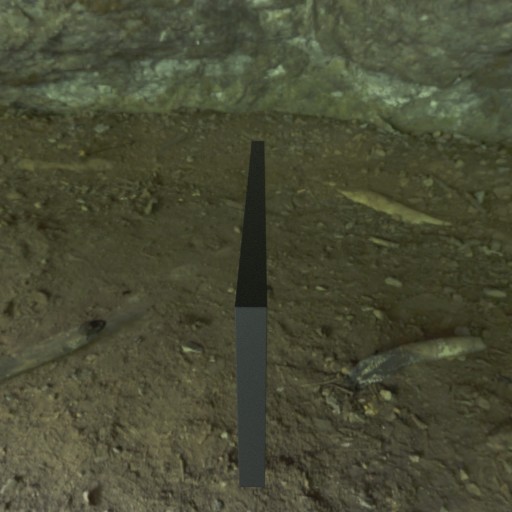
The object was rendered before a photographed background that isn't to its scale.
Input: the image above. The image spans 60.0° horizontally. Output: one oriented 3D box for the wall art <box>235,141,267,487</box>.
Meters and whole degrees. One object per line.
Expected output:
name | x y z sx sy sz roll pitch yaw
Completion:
wall art | 0.000 0.000 0.946 0.037 0.303 0.860 0 27 1
